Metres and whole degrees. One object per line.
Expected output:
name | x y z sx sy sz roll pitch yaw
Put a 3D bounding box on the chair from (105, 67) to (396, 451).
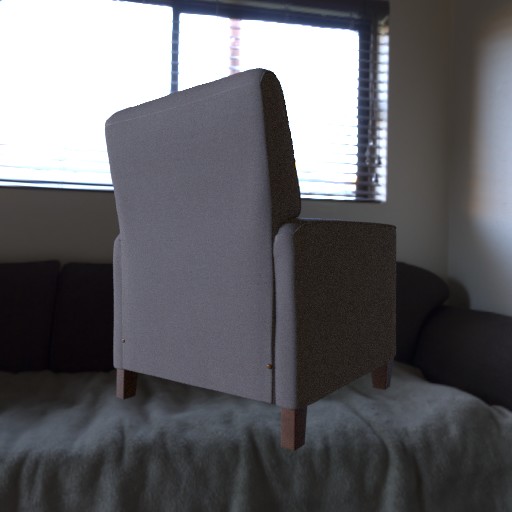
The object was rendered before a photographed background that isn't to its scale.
chair | 0.000 0.000 1.652 0.845 1.023 0.859 0 0 36
